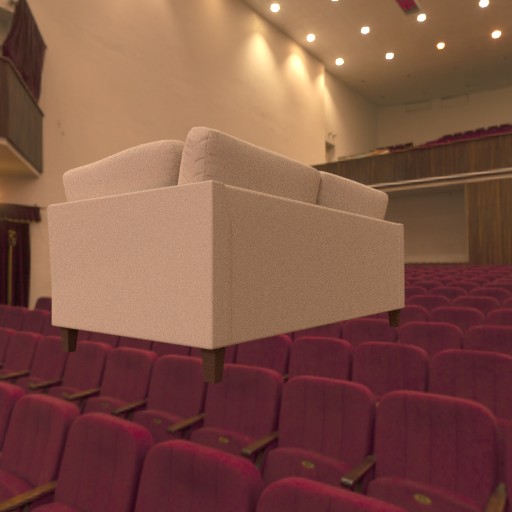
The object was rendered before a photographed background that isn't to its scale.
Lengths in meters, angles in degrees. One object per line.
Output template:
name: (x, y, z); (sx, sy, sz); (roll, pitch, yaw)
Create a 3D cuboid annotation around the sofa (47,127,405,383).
sofa: (0.000, 0.000, 2.309); (0.970, 0.836, 1.776); (-1, -2, 37)
